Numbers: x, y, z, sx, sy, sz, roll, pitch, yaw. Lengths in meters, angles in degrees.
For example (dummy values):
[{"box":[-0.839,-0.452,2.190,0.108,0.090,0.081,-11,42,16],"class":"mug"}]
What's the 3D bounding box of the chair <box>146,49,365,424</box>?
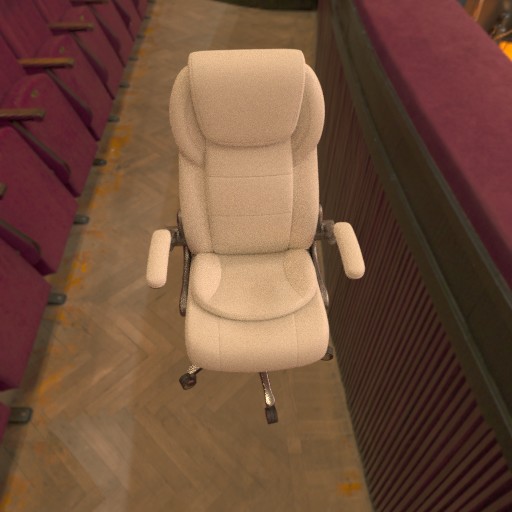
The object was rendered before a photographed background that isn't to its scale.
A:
[{"box":[0.000,0.000,1.760,0.755,1.330,0.806,-3,45,-2],"class":"chair"}]
